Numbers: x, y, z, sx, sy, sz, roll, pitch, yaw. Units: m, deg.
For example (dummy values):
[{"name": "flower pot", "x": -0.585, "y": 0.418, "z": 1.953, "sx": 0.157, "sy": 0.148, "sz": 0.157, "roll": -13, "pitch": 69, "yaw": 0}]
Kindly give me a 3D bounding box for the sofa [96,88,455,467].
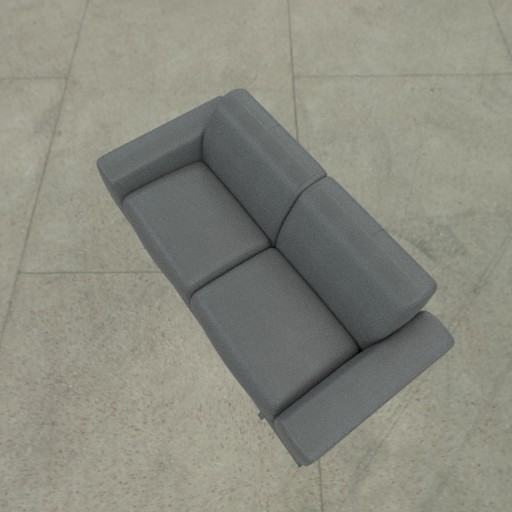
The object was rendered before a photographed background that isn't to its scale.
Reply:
[{"name": "sofa", "x": 0.000, "y": 0.000, "z": 2.349, "sx": 0.900, "sy": 0.772, "sz": 1.901, "roll": -33, "pitch": 68, "yaw": -15}]
